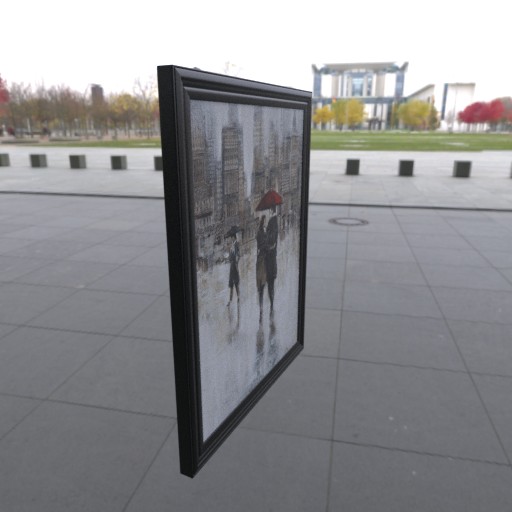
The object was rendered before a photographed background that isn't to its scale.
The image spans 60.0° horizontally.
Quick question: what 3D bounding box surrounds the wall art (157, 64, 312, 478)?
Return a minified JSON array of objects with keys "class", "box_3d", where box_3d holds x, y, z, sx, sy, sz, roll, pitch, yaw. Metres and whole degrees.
[{"class":"wall art","box_3d":[0.000,0.000,1.627,0.053,1.194,0.950,8,18,26]}]
